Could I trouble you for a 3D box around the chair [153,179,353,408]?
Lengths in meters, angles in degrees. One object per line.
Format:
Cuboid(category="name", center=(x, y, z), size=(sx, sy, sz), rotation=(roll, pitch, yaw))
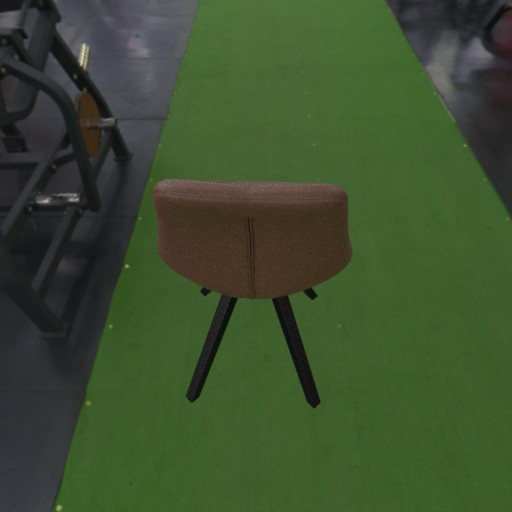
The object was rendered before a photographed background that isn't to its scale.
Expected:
Cuboid(category="chair", center=(0.000, 0.000, 1.180), size=(0.475, 0.850, 0.550), rotation=(2, 46, 2))
